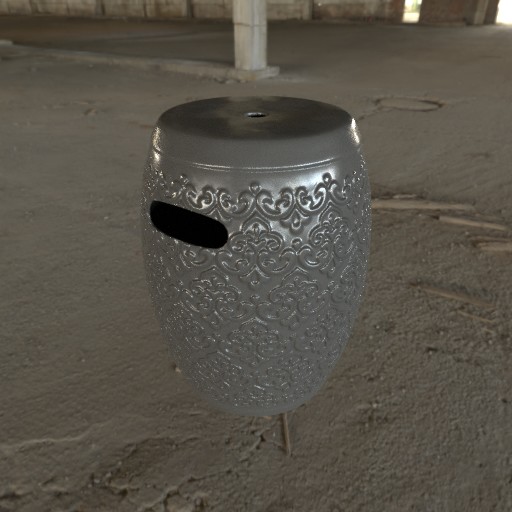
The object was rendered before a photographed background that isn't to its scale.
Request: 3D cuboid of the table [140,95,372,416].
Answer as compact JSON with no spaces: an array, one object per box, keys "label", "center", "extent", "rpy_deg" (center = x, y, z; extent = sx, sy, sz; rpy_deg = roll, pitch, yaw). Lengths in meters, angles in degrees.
[{"label":"table","center":[0.000,0.000,0.630],"extent":[0.309,0.397,0.309],"rpy_deg":[0,31,0]}]
